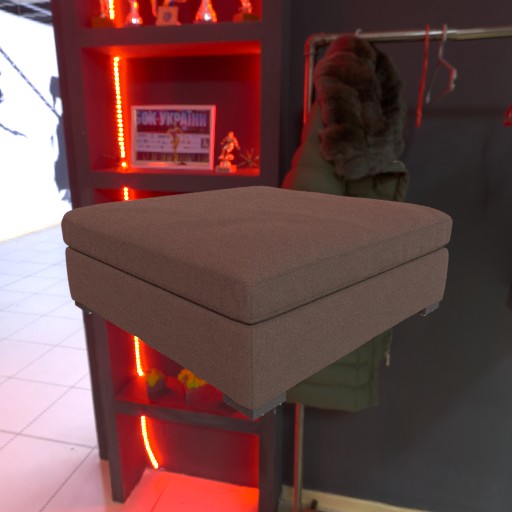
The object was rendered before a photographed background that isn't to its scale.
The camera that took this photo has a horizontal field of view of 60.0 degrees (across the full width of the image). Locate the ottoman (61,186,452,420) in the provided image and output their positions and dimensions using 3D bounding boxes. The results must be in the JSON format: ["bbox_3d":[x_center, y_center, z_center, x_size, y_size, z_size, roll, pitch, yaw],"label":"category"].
[{"bbox_3d":[0.000,0.000,1.877,1.181,0.470,1.181,-15,22,-42],"label":"ottoman"}]
